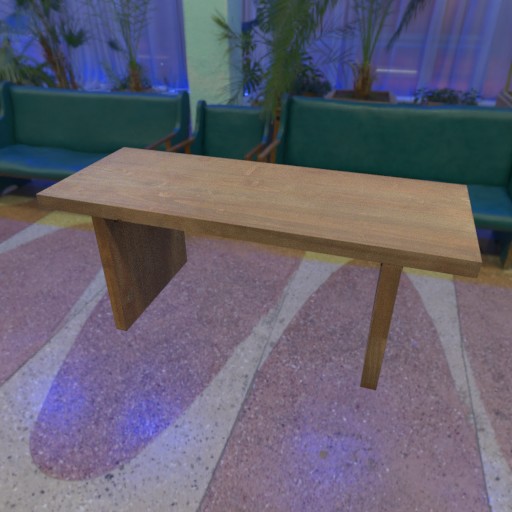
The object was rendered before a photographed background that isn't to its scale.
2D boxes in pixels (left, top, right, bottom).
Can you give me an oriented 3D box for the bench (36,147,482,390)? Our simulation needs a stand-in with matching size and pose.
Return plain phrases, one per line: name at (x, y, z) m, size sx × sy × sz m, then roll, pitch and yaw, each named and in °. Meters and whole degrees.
bench at (0.000, 0.000, 1.424) m, size 1.183 × 0.458 × 0.458 m, roll 10°, pitch 33°, yaw 15°
